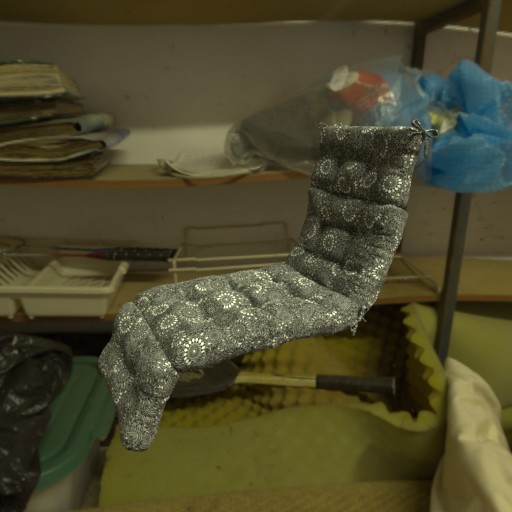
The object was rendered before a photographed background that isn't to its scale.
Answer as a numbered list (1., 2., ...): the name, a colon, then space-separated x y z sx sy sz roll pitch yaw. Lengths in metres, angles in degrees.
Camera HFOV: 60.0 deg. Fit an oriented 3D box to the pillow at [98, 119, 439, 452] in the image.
1. pillow: 0.000 0.000 1.463 1.016 0.863 0.526 -8 19 -26
